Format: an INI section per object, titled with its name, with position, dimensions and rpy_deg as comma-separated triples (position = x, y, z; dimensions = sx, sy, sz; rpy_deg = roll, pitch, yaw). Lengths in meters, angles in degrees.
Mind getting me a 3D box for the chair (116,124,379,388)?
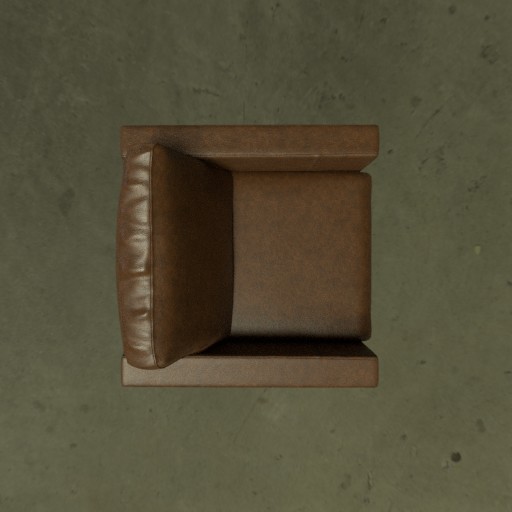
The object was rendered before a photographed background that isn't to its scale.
[chair]
position = 0.000, 0.000, 1.697
dimensions = 0.909, 0.956, 0.890
rpy_deg = 0, 91, 1
